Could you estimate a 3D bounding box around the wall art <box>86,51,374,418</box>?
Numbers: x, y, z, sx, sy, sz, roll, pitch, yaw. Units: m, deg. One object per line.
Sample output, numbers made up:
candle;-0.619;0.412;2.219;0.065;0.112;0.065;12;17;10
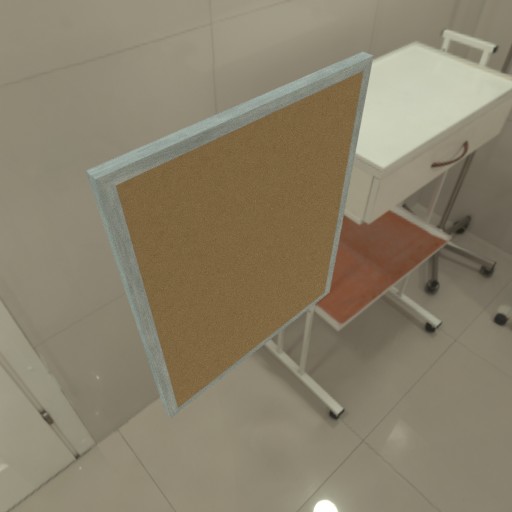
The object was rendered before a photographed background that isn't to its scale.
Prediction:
wall art;0.000;0.000;0.794;0.479;0.582;0.022;-33;54;-28
